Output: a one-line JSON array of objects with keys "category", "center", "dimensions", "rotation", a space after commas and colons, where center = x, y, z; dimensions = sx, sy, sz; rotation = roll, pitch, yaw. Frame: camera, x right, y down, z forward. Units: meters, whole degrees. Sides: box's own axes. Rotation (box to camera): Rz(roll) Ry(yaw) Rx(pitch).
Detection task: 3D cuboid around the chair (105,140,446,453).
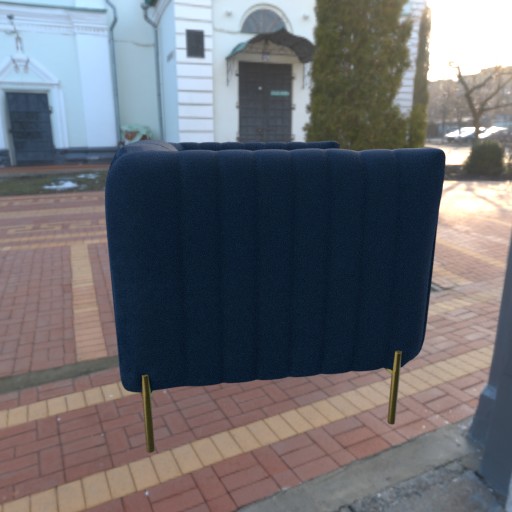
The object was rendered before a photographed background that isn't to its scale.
[{"category": "chair", "center": [0.000, 0.000, 1.564], "dimensions": [0.877, 0.793, 0.947], "rotation": [-3, 16, -9]}]
